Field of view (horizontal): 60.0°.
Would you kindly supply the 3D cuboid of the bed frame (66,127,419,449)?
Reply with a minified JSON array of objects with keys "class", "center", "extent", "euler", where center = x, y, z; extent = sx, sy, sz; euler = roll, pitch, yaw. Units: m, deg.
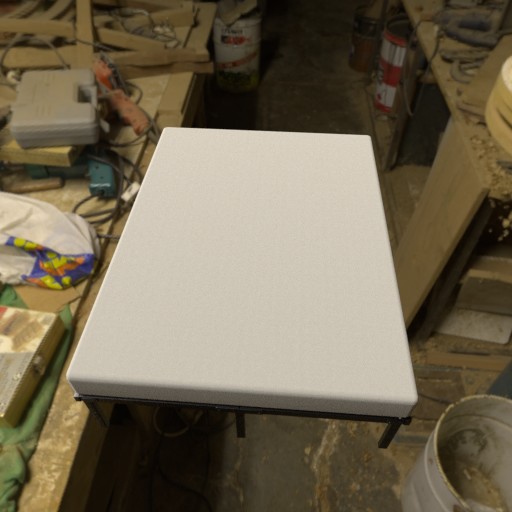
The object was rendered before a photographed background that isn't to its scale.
[{"class":"bed frame","center":[0.000,0.000,3.541],"extent":[1.990,0.680,2.635],"euler":[3,47,3]}]
